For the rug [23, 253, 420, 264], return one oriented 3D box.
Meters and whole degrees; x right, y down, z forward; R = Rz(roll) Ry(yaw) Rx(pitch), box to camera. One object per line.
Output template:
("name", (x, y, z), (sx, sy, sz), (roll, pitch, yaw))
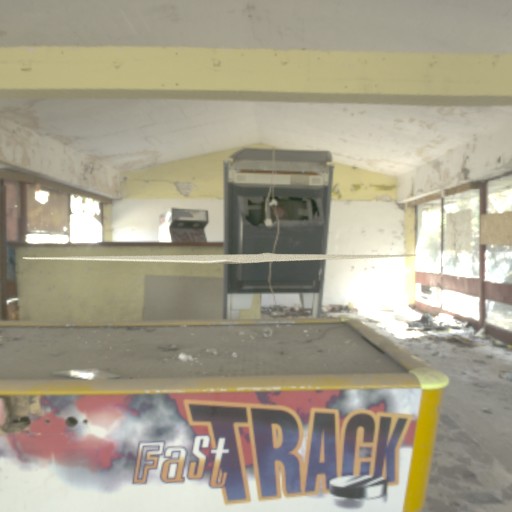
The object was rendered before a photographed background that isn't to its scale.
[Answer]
("rug", (0.000, 0.000, 2.433), (1.214, 0.023, 1.947), (1, 1, 36))
